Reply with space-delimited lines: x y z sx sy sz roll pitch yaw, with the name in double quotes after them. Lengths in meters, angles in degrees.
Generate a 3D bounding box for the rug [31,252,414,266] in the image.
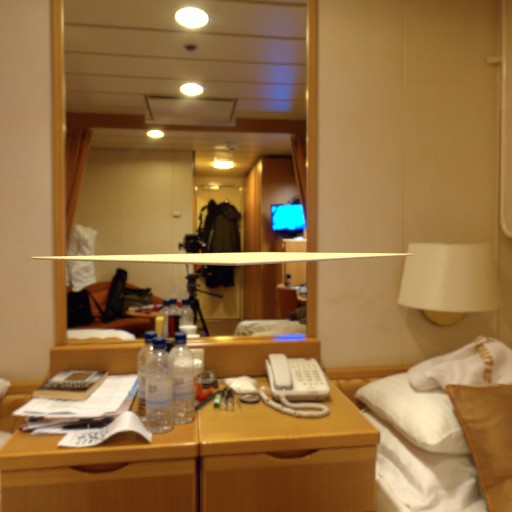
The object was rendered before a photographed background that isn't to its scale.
0.000 0.000 3.146 1.531 0.014 2.441 1 2 35 "rug"
